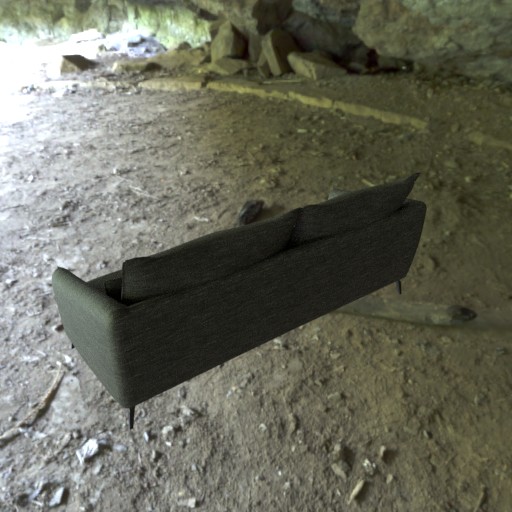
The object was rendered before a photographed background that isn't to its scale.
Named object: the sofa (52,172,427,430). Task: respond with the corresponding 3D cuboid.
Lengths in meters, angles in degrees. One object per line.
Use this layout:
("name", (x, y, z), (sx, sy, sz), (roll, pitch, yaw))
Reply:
("sofa", (0.000, 0.000, 2.473), (2.019, 0.843, 0.807), (-19, 35, -30))
